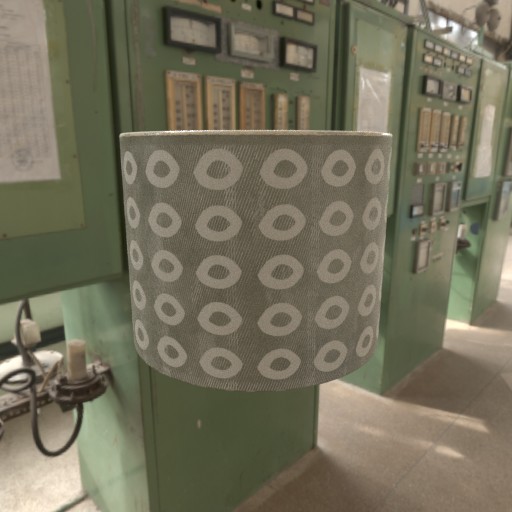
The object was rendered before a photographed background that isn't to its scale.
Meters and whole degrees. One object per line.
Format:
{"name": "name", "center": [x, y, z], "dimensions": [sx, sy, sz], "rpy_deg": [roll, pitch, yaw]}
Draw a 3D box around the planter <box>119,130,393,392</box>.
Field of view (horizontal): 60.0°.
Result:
{"name": "planter", "center": [0.000, 0.000, 0.343], "dimensions": [0.190, 0.181, 0.190], "rpy_deg": [0, 14, 0]}
